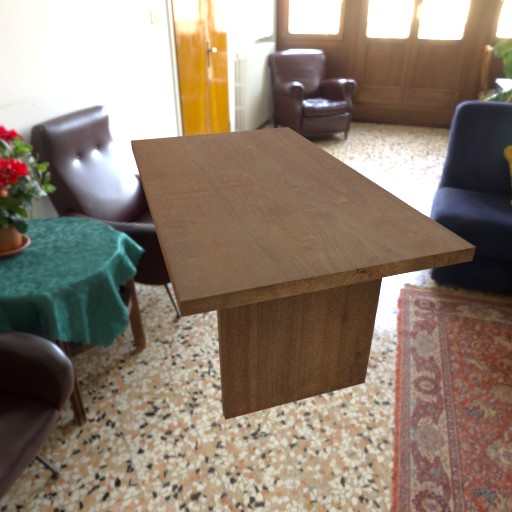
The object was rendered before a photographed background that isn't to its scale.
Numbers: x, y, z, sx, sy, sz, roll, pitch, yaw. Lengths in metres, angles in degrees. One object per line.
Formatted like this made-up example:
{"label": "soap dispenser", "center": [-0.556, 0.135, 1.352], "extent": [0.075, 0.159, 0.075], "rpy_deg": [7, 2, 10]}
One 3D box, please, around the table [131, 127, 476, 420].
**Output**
{"label": "table", "center": [0.000, 0.000, 2.138], "extent": [0.946, 0.780, 1.609], "rpy_deg": [-9, 31, -16]}
